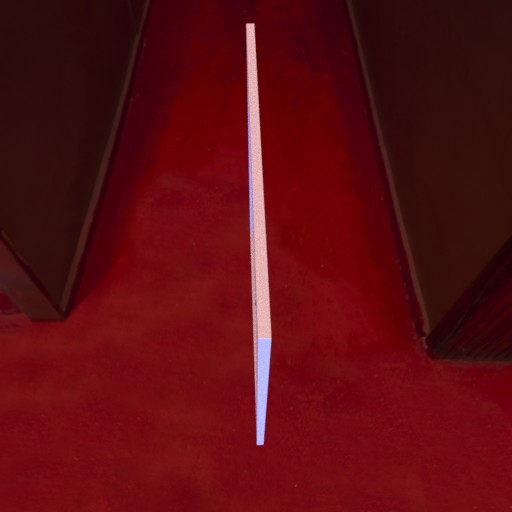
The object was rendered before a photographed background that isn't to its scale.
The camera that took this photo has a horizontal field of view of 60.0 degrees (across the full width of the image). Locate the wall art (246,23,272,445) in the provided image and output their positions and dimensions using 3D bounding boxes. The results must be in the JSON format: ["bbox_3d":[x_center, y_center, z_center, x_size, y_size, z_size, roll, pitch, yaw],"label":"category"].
[{"bbox_3d":[0.000,0.000,0.843,0.015,0.577,0.572,-2,57,-1],"label":"wall art"}]
